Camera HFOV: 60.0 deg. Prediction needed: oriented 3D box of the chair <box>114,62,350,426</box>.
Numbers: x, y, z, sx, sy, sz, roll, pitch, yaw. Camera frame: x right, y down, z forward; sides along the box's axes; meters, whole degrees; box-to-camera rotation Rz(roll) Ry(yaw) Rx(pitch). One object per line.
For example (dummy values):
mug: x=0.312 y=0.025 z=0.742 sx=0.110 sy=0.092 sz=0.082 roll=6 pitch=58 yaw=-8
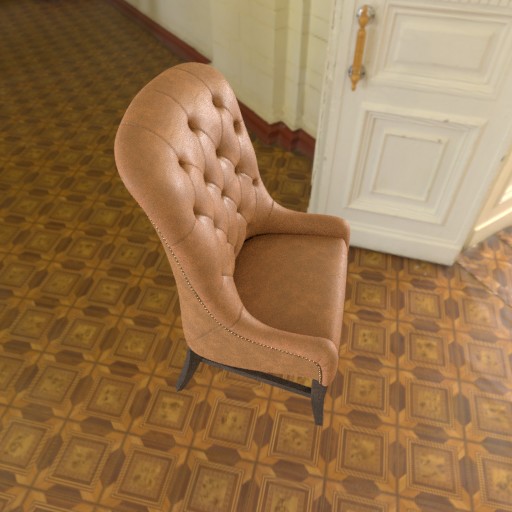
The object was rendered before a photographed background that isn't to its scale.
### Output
chair: x=0.000 y=0.000 z=1.470 sx=0.629 sy=1.091 sz=0.634 roll=9 pitch=47 yaw=8
